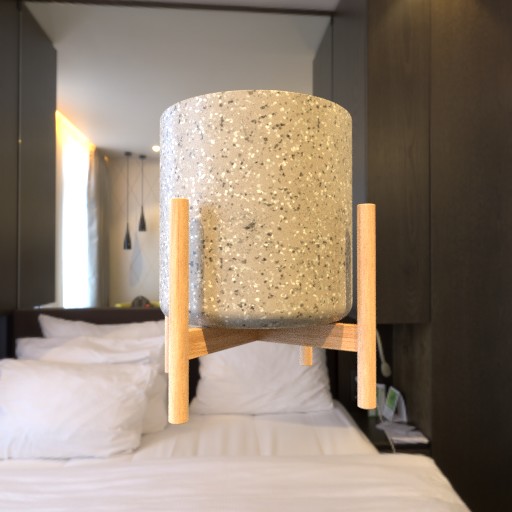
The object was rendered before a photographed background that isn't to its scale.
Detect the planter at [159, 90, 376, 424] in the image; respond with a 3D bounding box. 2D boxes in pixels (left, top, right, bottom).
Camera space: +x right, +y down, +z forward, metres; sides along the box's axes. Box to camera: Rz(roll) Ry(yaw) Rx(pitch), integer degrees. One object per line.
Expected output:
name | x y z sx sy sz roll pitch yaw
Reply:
planter | 0.000 0.000 0.713 0.360 0.419 0.360 1 -1 -35
